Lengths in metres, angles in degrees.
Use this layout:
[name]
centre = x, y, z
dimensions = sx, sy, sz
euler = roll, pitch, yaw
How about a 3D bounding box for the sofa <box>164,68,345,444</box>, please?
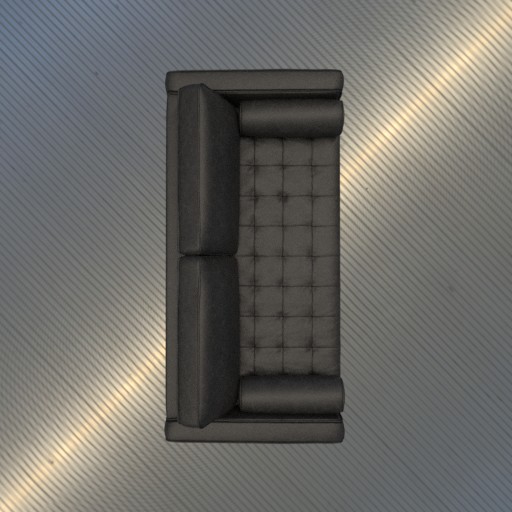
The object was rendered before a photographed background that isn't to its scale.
[sofa]
centre = 0.000, 0.000, 2.381
dimensions = 0.921, 0.770, 1.879
euler = 0, 89, 1
